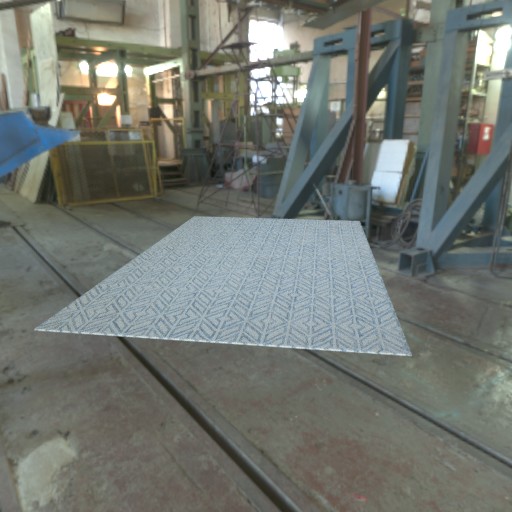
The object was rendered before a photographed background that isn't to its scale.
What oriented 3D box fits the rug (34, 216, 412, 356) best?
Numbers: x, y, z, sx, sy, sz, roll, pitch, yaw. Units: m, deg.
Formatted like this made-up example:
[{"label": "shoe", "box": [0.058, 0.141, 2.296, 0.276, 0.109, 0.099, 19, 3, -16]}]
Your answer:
[{"label": "rug", "box": [0.000, 0.000, 2.912, 1.526, 0.008, 2.441, 2, 17, 8]}]
